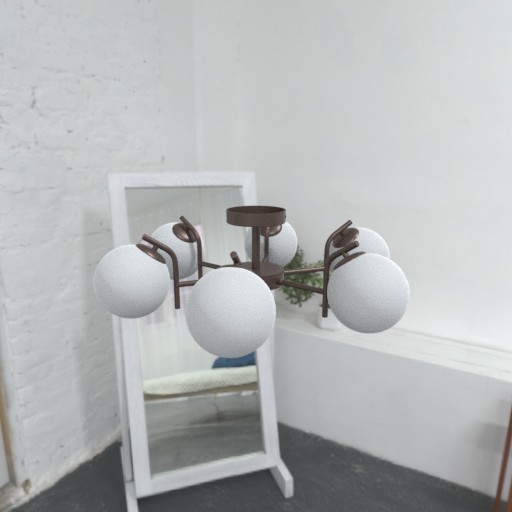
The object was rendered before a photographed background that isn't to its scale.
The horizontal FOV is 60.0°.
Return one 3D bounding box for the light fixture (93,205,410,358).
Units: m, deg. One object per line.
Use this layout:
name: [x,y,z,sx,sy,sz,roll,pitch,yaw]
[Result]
light fixture: [0.000,0.000,0.952,0.662,0.201,0.662,0,14,0]
